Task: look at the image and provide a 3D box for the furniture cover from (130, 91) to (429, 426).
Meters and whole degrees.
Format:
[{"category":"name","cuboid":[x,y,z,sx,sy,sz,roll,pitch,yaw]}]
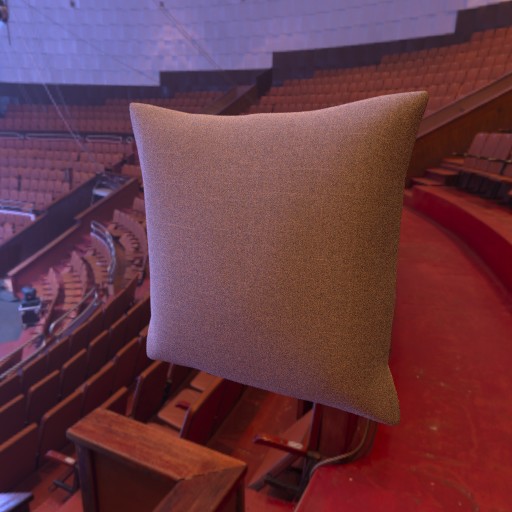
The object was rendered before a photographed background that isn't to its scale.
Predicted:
[{"category":"furniture cover","cuboid":[0.000,0.000,0.751,0.512,0.506,0.178,8,17,26]}]
